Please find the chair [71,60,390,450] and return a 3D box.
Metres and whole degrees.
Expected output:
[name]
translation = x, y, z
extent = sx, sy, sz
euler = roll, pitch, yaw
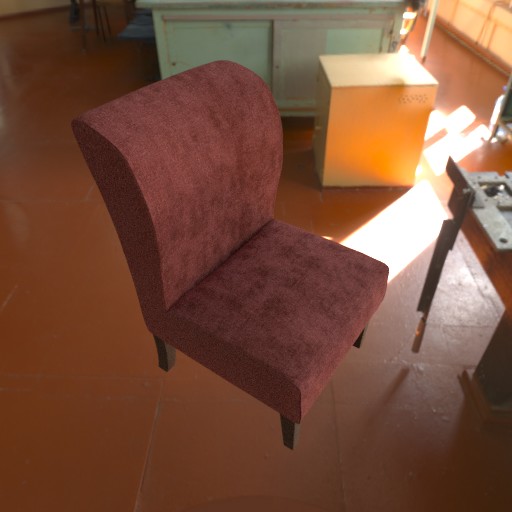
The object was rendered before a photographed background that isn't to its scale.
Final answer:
[chair]
translation = 0.000, 0.000, 1.241
extent = 0.640, 0.846, 0.538
euler = 25, 46, 26
